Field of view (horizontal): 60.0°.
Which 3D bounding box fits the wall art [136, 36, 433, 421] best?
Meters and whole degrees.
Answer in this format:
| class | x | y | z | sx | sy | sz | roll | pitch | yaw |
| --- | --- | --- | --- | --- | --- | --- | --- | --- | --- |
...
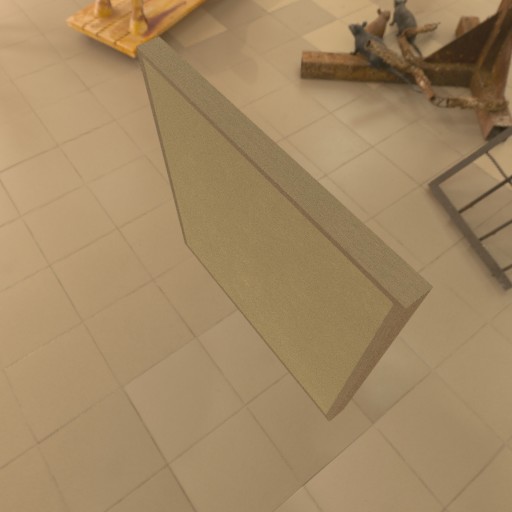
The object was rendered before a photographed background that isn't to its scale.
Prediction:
| class | x | y | z | sx | sy | sz | roll | pitch | yaw |
| --- | --- | --- | --- | --- | --- | --- | --- | --- | --- |
| wall art | 0.000 | 0.000 | 0.739 | 0.038 | 0.506 | 0.508 | -33 | 64 | -19 |
